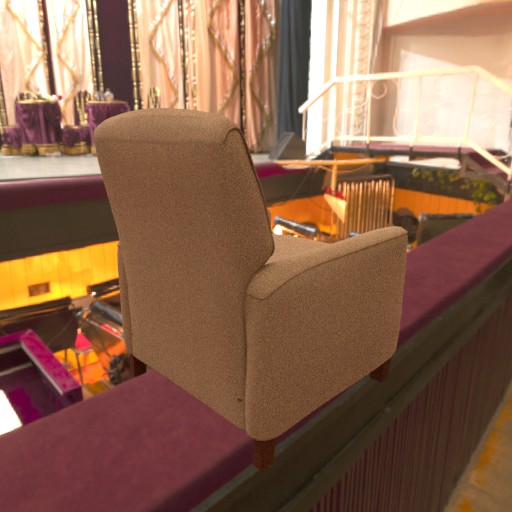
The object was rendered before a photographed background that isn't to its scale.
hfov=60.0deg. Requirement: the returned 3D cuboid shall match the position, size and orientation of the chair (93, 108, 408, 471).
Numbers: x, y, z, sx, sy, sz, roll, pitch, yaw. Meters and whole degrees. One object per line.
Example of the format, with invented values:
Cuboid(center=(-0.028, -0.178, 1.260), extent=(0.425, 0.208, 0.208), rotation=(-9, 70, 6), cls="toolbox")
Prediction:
Cuboid(center=(0.000, 0.000, 1.636), extent=(0.864, 1.014, 0.848), rotation=(-15, 22, -42), cls="chair")
